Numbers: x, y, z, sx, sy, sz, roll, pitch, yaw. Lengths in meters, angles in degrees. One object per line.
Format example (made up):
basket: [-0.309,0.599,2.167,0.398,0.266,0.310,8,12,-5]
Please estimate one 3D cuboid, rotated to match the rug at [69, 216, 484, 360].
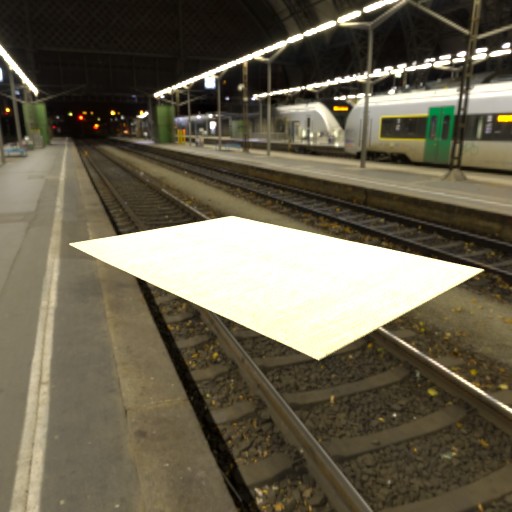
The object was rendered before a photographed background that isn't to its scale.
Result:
rug: [0.000,0.000,2.347,1.250,0.015,1.850,-15,21,-41]
